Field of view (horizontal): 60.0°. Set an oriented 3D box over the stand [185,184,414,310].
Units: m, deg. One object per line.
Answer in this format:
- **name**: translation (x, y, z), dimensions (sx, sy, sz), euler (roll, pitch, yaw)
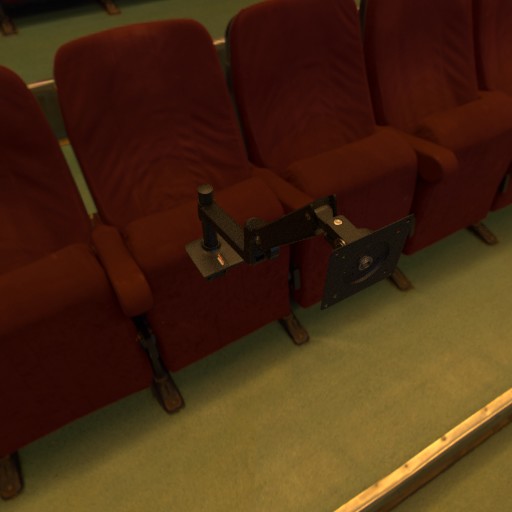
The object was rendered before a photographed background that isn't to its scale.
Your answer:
- **stand**: translation (0.000, 0.000, 1.054), dimensions (0.152, 0.713, 0.650), euler (-23, 52, -20)
